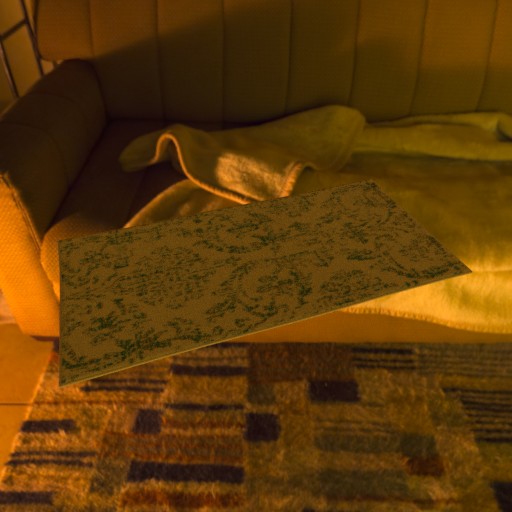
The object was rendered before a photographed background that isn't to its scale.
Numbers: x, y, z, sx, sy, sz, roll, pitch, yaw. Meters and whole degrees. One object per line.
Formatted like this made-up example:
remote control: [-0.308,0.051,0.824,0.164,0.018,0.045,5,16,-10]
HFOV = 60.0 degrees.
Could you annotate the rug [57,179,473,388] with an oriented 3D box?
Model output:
rug: [0.000,0.000,1.437,1.220,0.007,0.605,-13,42,-15]
